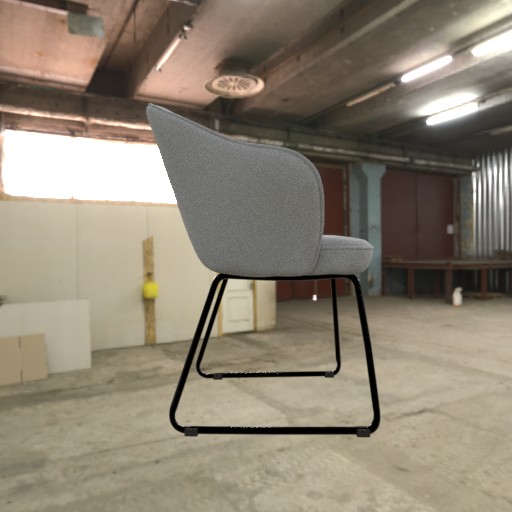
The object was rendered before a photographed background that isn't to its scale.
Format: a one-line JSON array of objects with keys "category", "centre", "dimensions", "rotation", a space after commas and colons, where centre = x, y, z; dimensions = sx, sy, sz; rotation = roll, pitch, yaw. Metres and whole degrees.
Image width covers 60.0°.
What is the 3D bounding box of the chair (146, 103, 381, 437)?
[{"category": "chair", "centre": [0.000, 0.000, 1.251], "dimensions": [0.592, 0.817, 0.570], "rotation": [0, 0, -1]}]
